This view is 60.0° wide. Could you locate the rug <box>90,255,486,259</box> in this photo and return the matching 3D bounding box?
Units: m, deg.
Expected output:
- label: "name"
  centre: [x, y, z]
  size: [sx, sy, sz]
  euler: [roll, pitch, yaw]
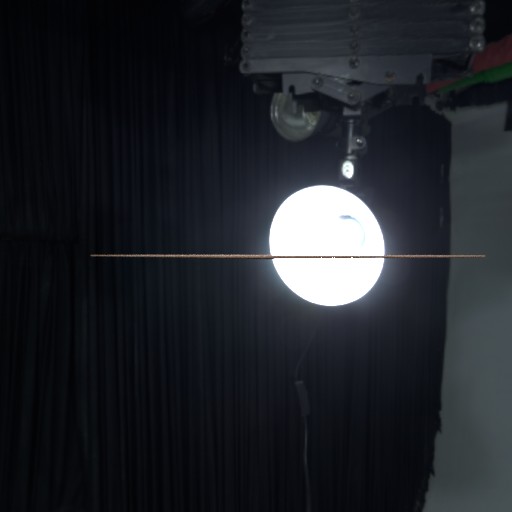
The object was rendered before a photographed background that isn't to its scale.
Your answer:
- label: "rug"
  centre: [0.000, 0.000, 2.954]
  size: [1.524, 0.011, 2.286]
  euler: [0, 0, -36]
